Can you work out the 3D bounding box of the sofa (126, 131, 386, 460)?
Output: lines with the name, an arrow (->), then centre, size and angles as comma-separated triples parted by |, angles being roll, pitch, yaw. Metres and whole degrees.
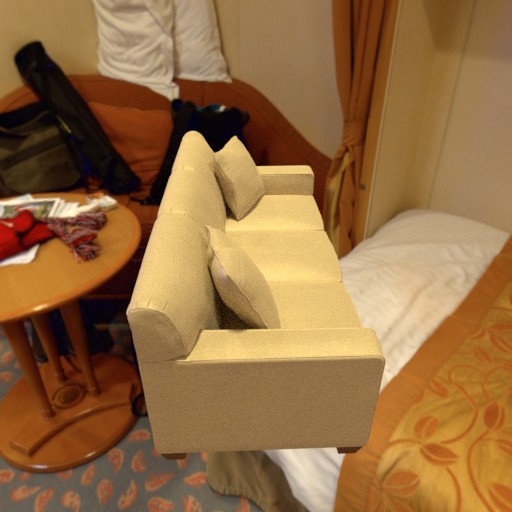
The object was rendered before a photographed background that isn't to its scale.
sofa -> 0.000, 0.000, 2.610 | 0.997, 0.958, 2.024 | -1, 32, -2
